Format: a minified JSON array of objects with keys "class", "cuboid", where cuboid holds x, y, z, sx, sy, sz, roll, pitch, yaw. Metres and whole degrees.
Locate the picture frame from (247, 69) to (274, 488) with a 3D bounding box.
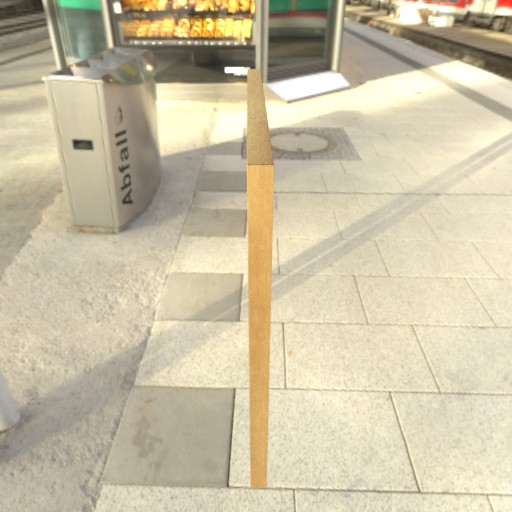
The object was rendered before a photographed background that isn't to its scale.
[{"class":"picture frame","cuboid":[0.000,0.000,1.119,0.037,0.761,0.758,0,32,-1]}]
